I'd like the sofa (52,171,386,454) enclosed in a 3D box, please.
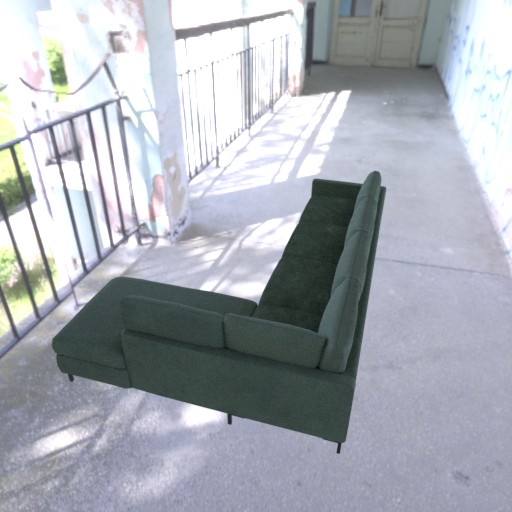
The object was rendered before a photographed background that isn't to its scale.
[{"bbox_3d":[0.000,0.000,3.301,1.707,0.687,2.486,9,33,15],"label":"sofa"}]
